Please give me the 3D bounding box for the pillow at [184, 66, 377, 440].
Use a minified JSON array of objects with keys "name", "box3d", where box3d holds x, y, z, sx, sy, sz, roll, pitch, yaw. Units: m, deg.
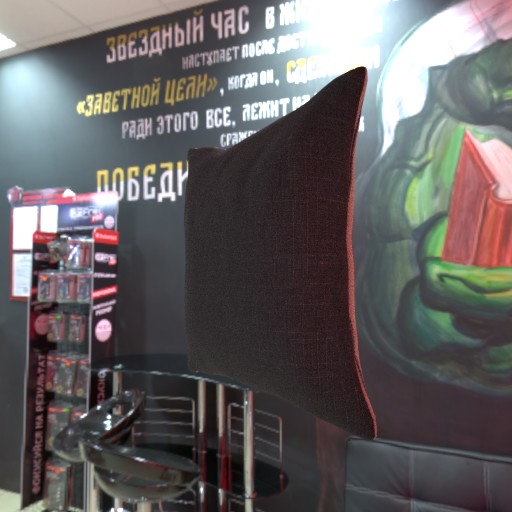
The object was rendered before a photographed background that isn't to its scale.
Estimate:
[{"name":"pillow","box3d":[0.000,0.000,0.702,0.138,0.444,0.468,2,-3,-35]}]
